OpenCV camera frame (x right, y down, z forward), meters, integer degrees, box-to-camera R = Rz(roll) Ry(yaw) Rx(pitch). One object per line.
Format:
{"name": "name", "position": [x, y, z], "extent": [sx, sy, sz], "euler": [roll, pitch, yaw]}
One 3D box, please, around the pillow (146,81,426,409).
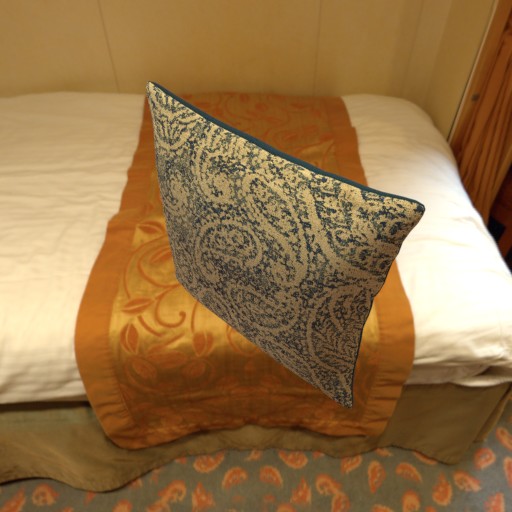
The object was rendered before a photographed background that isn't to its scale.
{"name": "pillow", "position": [0.000, 0.000, 0.820], "extent": [0.523, 0.510, 0.166], "euler": [32, 54, 28]}
